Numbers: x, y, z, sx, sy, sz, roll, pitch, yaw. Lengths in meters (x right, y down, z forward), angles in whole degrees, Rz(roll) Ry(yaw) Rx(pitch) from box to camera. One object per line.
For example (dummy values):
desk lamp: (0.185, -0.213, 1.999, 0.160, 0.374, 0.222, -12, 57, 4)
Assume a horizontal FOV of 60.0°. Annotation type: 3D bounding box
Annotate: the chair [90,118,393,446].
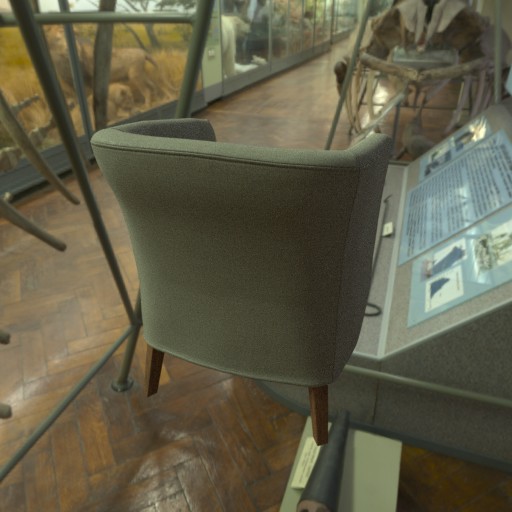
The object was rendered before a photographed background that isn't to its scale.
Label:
chair: (0.000, 0.000, 1.201, 0.600, 0.771, 0.668, 10, 31, 17)
